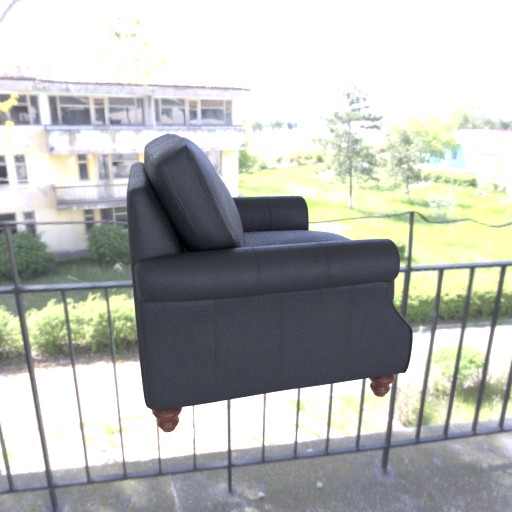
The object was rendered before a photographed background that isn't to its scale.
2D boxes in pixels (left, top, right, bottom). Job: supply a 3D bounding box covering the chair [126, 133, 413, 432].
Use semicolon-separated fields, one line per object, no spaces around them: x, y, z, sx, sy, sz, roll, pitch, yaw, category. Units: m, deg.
0.000;0.000;1.802;1.027;0.960;1.015;-3;18;-9;chair
